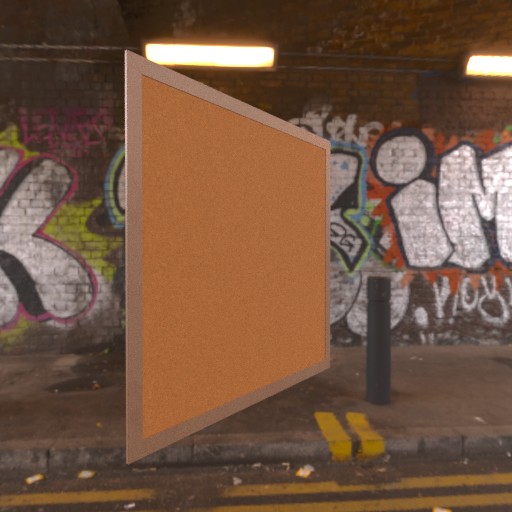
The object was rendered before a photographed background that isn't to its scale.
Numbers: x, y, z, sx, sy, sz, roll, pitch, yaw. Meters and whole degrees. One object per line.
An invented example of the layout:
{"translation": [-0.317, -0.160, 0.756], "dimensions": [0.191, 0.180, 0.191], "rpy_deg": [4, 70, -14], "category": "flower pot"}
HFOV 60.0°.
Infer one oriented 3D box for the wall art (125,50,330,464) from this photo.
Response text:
{"translation": [0.000, 0.000, 1.622], "dimensions": [0.025, 1.067, 1.168], "rpy_deg": [0, 1, 36], "category": "wall art"}
